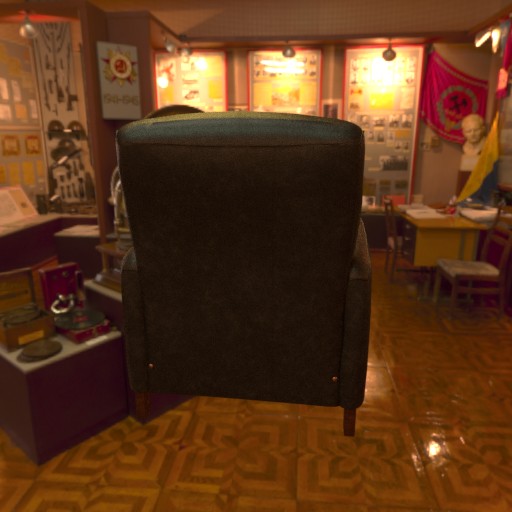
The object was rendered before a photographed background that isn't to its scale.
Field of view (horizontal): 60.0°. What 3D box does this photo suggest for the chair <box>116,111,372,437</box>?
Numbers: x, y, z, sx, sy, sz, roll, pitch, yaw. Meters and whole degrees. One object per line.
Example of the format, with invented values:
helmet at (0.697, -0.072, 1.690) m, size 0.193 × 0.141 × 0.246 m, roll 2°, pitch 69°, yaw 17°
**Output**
chair at (0.000, 0.000, 1.695) m, size 0.848 × 1.014 × 0.864 m, roll 2°, pitch 15°, yaw 8°
